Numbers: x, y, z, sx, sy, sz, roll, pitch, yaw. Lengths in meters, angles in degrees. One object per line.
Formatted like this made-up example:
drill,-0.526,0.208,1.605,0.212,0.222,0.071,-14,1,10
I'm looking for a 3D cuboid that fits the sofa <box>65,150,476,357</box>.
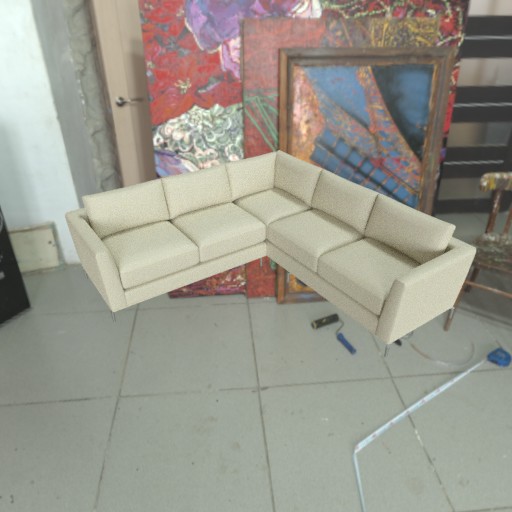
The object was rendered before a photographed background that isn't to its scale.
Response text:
sofa,0.000,0.000,3.754,2.430,0.867,2.448,-20,37,-29
